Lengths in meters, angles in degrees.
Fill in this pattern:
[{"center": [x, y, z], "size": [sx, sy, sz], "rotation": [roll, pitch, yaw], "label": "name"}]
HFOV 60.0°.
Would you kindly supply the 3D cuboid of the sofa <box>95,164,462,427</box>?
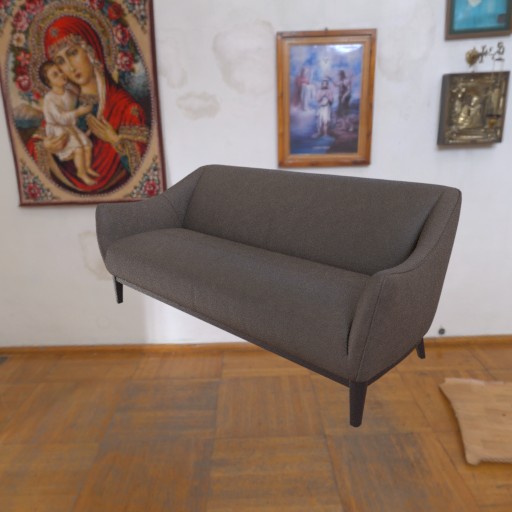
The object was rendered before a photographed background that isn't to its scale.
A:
[{"center": [0.000, 0.000, 2.370], "size": [1.928, 0.831, 0.869], "rotation": [15, 22, 42], "label": "sofa"}]
